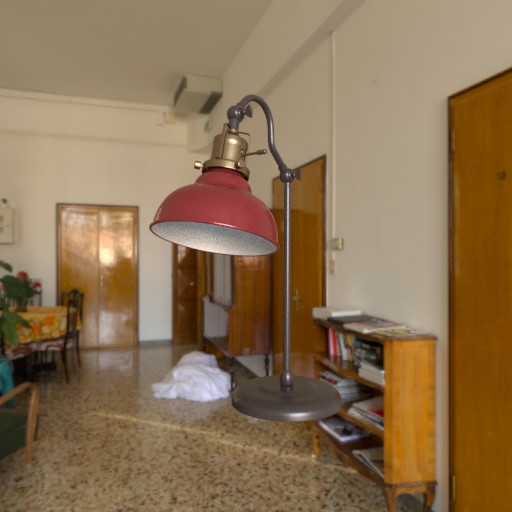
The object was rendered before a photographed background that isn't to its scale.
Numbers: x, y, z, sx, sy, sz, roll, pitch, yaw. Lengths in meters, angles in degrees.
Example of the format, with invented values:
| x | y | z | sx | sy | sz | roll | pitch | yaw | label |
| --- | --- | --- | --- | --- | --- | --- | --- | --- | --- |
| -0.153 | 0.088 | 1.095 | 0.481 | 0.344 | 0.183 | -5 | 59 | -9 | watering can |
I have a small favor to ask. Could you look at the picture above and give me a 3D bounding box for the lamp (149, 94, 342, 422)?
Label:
| x | y | z | sx | sy | sz | roll | pitch | yaw | label |
| --- | --- | --- | --- | --- | --- | --- | --- | --- | --- |
| 0.000 | 0.000 | 0.701 | 0.192 | 0.508 | 0.374 | 0 | 0 | 36 | lamp |
